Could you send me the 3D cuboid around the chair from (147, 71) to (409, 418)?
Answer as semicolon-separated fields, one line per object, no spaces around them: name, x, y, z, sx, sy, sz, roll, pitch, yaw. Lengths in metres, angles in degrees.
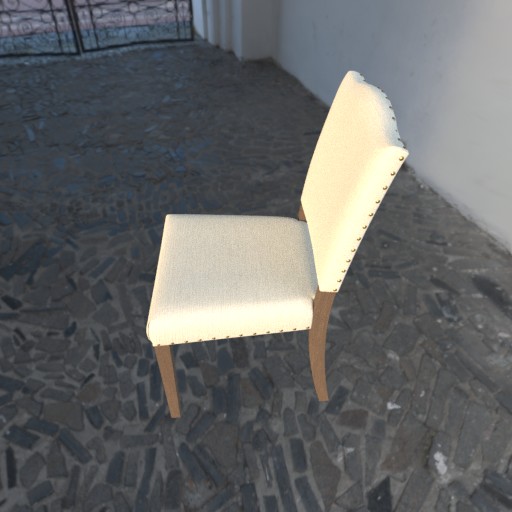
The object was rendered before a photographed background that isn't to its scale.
chair;0.000;0.000;1.363;0.619;1.015;0.508;-2;42;-2
